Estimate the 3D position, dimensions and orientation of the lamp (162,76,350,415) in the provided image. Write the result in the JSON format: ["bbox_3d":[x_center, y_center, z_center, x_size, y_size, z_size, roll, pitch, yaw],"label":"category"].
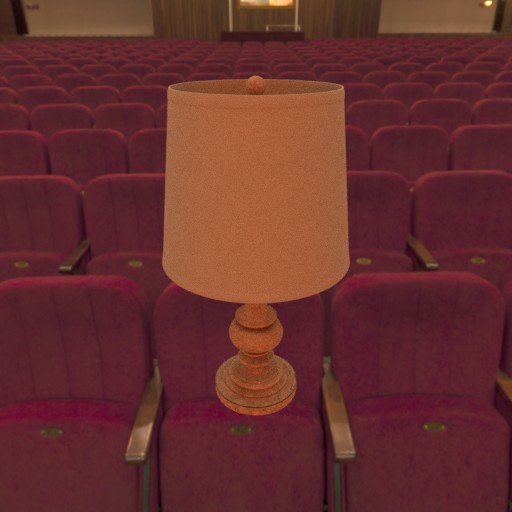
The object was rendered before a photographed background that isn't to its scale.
[{"bbox_3d":[0.000,0.000,0.658,0.273,0.497,0.273,0,26,0],"label":"lamp"}]
